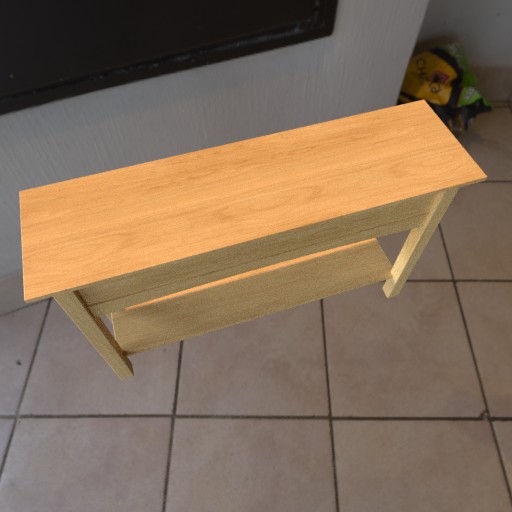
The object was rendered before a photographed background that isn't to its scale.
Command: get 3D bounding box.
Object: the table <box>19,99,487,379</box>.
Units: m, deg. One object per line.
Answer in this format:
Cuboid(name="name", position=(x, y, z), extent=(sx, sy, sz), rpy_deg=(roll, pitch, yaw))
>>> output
Cuboid(name="table", position=(0.000, 0.000, 1.523), extent=(1.240, 0.730, 0.350), rpy_deg=(-15, 58, -10))
